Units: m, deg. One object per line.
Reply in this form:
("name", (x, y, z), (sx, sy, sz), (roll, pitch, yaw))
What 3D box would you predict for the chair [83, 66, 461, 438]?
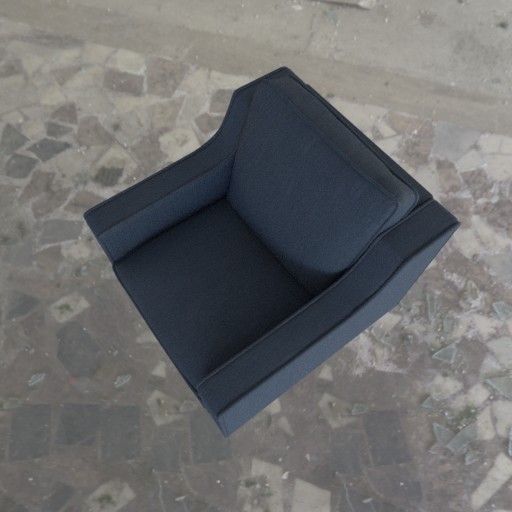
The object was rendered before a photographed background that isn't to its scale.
("chair", (0.000, 0.000, 1.629), (0.909, 0.960, 0.831), (-33, 67, -16))
